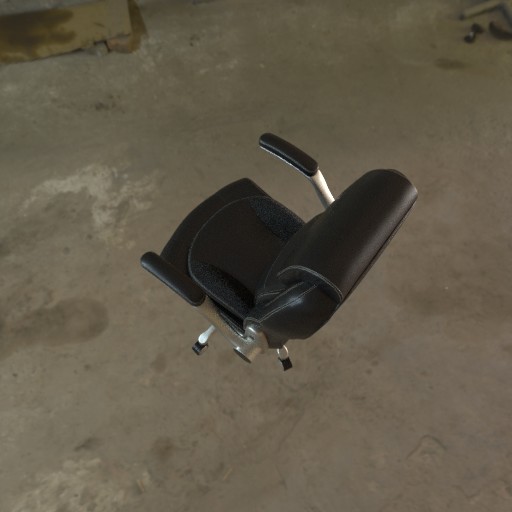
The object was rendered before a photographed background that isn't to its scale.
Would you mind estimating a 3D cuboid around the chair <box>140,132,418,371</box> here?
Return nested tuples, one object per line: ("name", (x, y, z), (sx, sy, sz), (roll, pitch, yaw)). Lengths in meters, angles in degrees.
("chair", (0.000, 0.000, 1.687), (0.801, 1.141, 0.724), (35, 69, 16))
